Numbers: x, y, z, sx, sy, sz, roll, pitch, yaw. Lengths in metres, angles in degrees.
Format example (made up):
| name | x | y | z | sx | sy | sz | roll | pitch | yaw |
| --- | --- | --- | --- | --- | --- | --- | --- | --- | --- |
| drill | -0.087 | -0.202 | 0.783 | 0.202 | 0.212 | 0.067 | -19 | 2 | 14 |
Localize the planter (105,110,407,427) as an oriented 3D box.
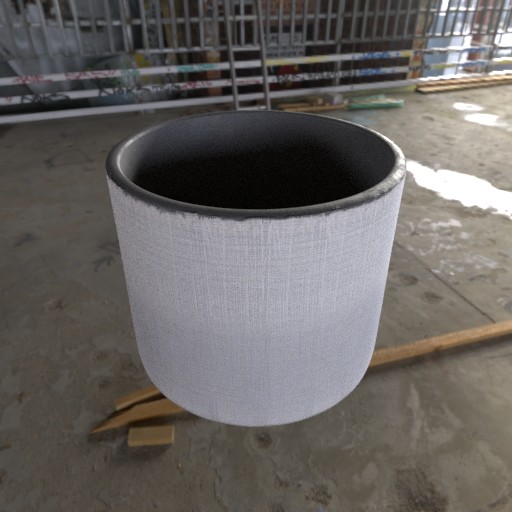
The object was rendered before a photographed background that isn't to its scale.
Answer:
| name | x | y | z | sx | sy | sz | roll | pitch | yaw |
| --- | --- | --- | --- | --- | --- | --- | --- | --- | --- |
| planter | 0.000 | 0.000 | 0.439 | 0.254 | 0.221 | 0.254 | 0 | 33 | 0 |
